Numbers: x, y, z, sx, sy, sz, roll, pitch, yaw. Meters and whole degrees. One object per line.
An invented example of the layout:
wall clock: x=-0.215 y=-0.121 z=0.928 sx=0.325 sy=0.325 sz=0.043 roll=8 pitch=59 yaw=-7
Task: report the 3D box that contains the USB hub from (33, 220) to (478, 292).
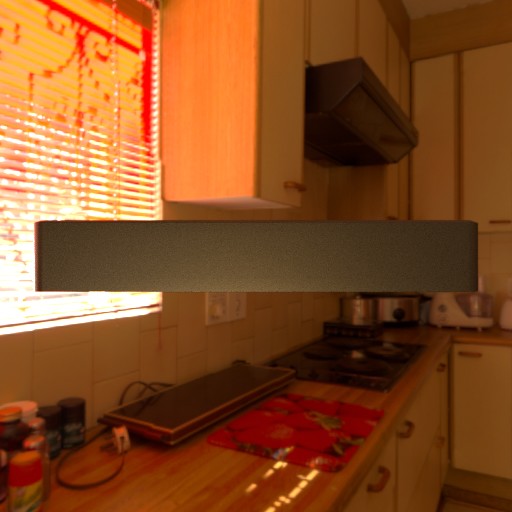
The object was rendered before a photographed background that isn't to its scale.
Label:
USB hub: x=0.000 y=0.000 z=0.163 sx=0.145 sy=0.023 sz=0.044 roll=0 pitch=0 yaw=0
